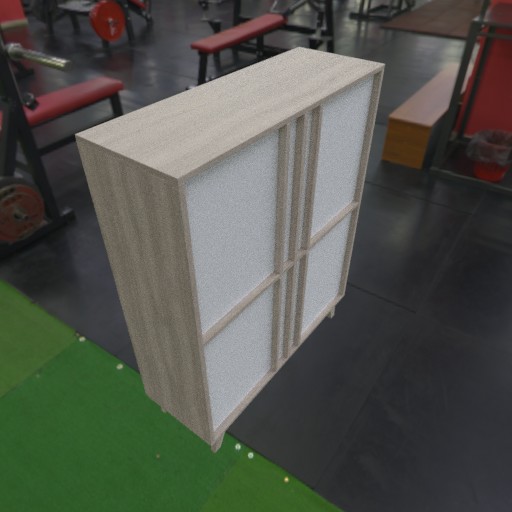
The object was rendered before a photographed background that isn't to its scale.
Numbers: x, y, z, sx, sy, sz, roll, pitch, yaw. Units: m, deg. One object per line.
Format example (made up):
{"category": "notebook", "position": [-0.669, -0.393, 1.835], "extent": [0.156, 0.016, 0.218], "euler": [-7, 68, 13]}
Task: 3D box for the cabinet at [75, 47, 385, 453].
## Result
{"category": "cabinet", "position": [0.000, 0.000, 1.898], "extent": [0.398, 1.388, 1.111], "euler": [26, 46, 28]}
